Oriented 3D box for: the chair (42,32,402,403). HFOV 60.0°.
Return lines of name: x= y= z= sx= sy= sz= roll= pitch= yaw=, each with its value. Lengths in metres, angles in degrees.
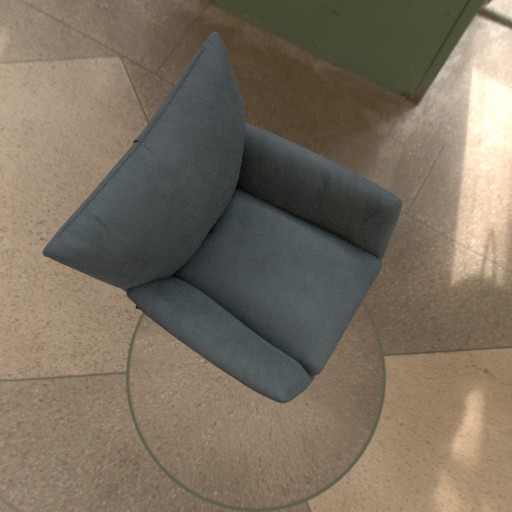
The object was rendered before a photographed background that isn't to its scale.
chair: x=0.000 y=0.000 z=1.382 sx=0.709 sy=0.858 sz=0.678 roll=32 pitch=78 yaw=8
